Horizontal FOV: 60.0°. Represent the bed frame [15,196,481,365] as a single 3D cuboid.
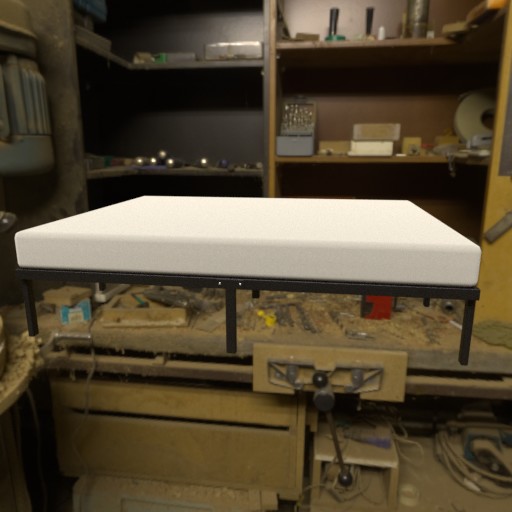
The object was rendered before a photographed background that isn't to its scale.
[{"bbox_3d":[0.000,0.000,3.438,2.635,0.680,1.990,2,14,8],"label":"bed frame"}]
